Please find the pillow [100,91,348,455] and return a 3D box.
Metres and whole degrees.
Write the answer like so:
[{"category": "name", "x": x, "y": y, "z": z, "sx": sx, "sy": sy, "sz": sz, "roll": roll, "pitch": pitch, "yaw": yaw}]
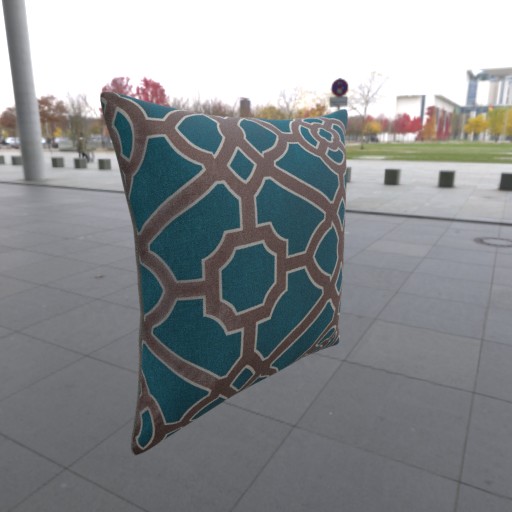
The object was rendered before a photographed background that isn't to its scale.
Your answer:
[{"category": "pillow", "x": 0.000, "y": 0.000, "z": 0.769, "sx": 0.166, "sy": 0.507, "sz": 0.526, "roll": 14, "pitch": 21, "yaw": 43}]
